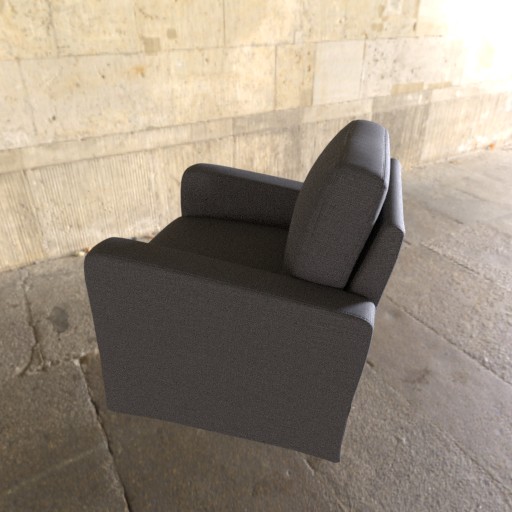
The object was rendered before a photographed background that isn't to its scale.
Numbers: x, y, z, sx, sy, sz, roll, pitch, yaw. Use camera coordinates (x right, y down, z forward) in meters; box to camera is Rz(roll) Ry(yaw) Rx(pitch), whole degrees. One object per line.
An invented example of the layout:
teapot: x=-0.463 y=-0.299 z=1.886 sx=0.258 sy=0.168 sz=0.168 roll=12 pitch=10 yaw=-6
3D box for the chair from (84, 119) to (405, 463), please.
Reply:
chair: x=0.000 y=0.000 z=1.486 sx=0.863 sy=0.855 sz=0.798 roll=8 pitch=31 yaw=13
